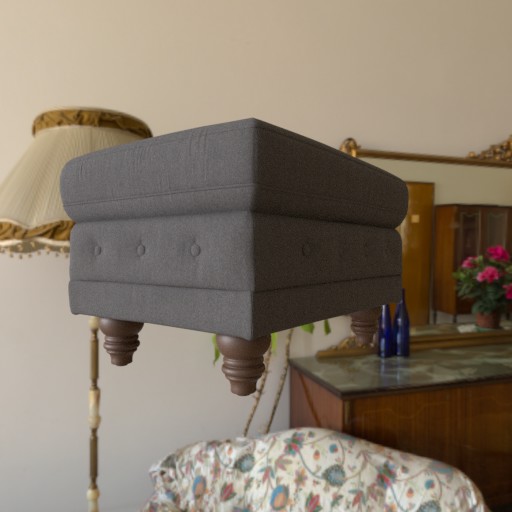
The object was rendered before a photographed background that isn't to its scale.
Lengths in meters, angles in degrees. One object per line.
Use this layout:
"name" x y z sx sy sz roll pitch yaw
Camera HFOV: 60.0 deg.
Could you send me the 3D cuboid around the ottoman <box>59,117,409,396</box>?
"ottoman" 0.000 0.000 1.139 0.569 0.500 0.771 0 0 36
